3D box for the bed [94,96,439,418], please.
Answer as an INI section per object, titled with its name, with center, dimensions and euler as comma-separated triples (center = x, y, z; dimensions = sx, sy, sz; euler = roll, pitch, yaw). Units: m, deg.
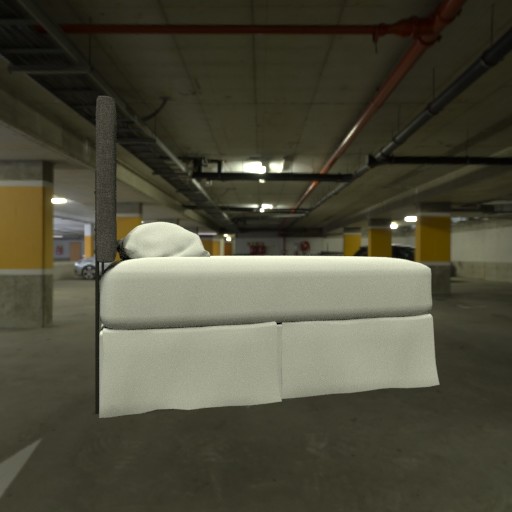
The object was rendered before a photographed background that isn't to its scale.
[bed]
center = 0.000, 0.000, 2.974
dimensions = 1.997, 1.571, 1.261
euler = 0, 0, -17
